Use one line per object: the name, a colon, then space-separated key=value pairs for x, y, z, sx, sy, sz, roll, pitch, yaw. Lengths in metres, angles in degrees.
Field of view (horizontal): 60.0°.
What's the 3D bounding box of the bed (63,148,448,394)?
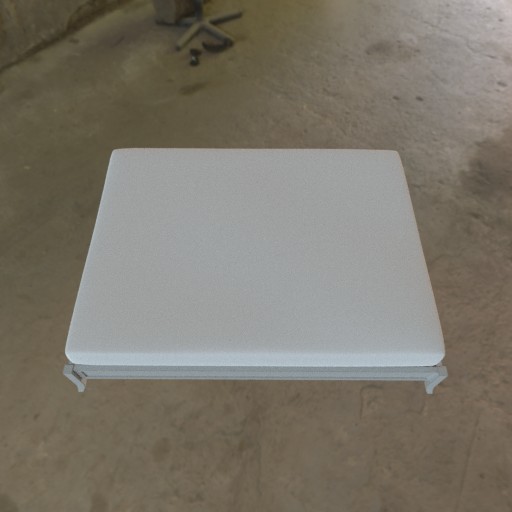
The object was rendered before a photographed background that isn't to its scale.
bed: x=0.000 y=0.000 z=2.848 sx=2.108 sy=0.510 sz=1.604 roll=0 pitch=58 yaw=0
